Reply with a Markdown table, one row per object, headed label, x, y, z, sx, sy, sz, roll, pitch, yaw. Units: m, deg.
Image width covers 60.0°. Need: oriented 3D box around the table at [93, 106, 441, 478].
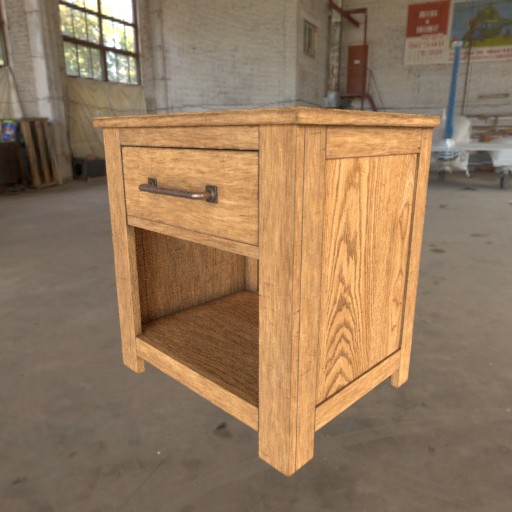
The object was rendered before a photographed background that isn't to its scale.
| label | x | y | z | sx | sy | sz | roll | pitch | yaw |
| --- | --- | --- | --- | --- | --- | --- | --- | --- | --- |
| table | 0.000 | 0.000 | 1.042 | 0.601 | 0.625 | 0.494 | 15 | 21 | 43 |
